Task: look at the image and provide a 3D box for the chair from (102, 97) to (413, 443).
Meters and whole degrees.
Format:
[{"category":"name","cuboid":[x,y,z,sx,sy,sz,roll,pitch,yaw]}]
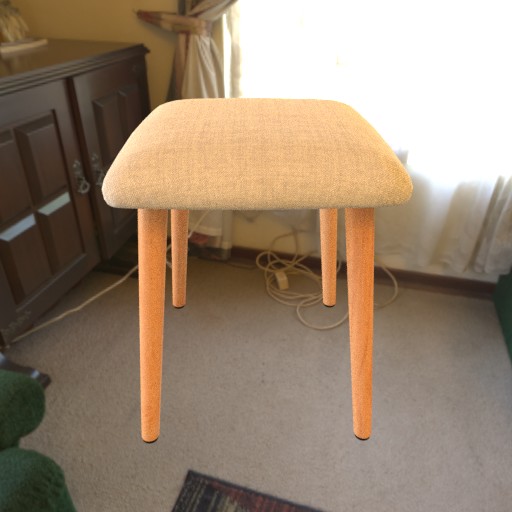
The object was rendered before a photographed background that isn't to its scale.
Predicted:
[{"category":"chair","cuboid":[0.000,0.000,0.695,0.350,0.440,0.350,0,32,-1]}]
